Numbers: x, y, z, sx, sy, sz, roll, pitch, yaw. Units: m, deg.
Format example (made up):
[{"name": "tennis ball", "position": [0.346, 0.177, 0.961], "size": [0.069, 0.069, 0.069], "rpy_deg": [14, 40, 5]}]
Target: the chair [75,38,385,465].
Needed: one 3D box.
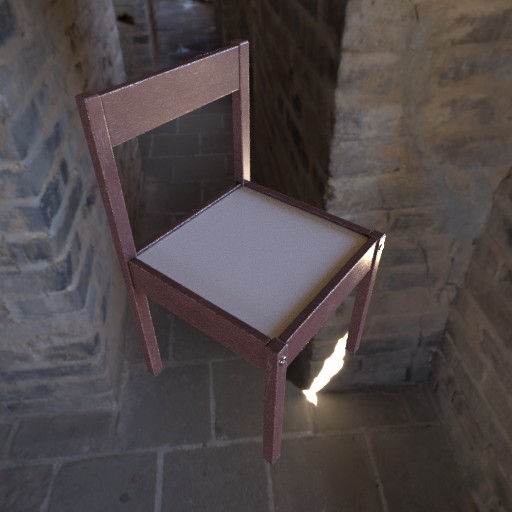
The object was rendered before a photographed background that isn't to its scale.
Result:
[{"name": "chair", "position": [0.000, 0.000, 0.666], "size": [0.285, 0.505, 0.285], "rpy_deg": [26, 47, 28]}]
